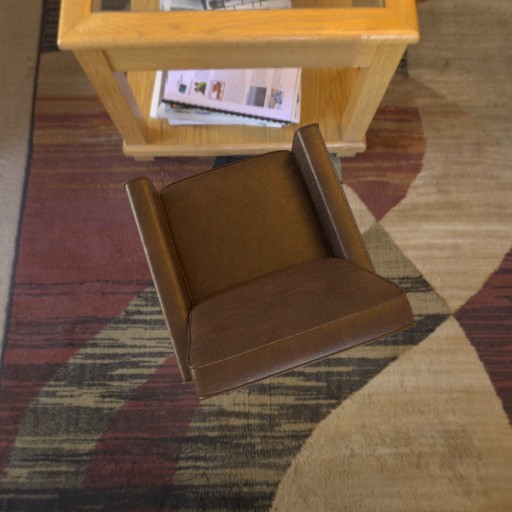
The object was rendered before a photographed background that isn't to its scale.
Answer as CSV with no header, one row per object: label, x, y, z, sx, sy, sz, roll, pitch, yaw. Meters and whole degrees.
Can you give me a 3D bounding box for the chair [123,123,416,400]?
chair,0.000,0.000,1.502,0.705,1.013,0.746,-18,77,-4
